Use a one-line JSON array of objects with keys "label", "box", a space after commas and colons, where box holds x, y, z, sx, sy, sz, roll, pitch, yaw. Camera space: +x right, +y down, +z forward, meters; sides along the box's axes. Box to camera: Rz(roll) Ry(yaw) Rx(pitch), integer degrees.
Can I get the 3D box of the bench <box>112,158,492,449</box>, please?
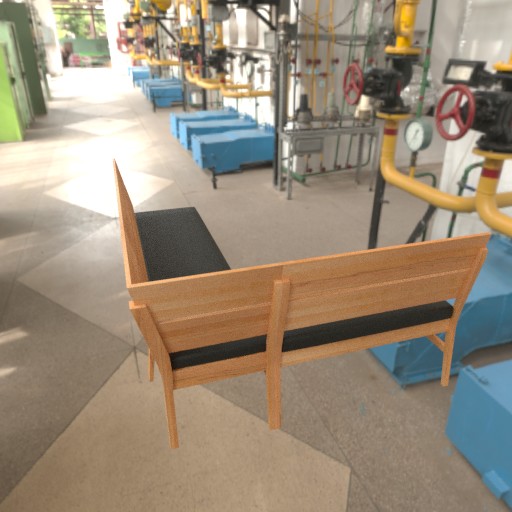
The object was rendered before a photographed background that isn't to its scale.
[{"label": "bench", "box": [0.000, 0.000, 2.752, 1.548, 0.890, 1.948, -8, 27, -16]}]
